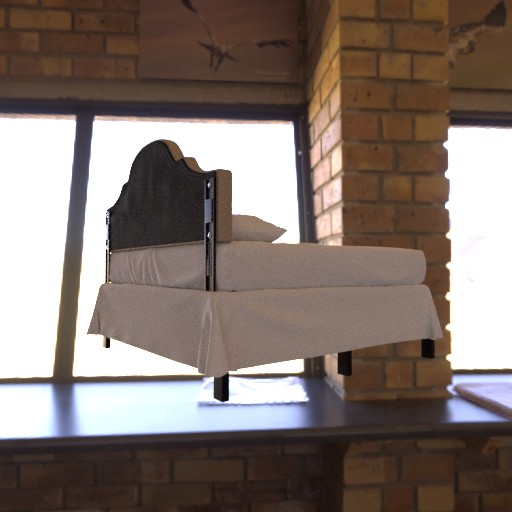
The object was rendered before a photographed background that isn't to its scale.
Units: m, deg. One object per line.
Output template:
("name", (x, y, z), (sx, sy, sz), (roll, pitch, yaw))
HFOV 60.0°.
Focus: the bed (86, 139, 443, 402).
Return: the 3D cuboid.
("bed", (0.000, 0.000, 3.772), (2.222, 1.631, 2.303), (1, -2, -36))
